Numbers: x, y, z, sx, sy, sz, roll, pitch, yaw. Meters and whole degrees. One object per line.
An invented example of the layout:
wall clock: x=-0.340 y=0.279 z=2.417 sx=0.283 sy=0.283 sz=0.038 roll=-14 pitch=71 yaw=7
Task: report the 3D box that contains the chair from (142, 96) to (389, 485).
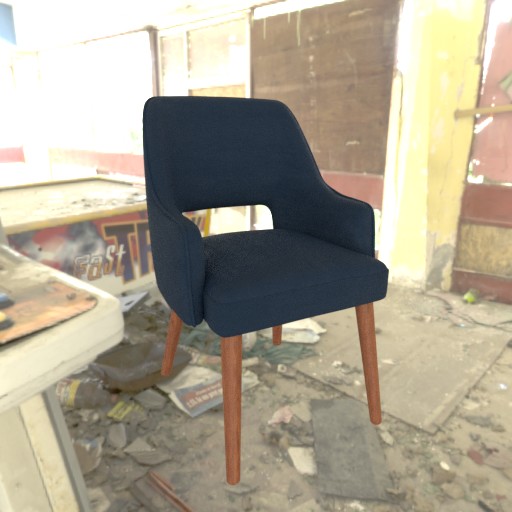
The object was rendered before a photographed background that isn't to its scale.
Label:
chair: x=0.000 y=0.000 z=1.206 sx=0.559 sy=0.844 sz=0.591 roll=-9 pitch=19 yaw=-27
